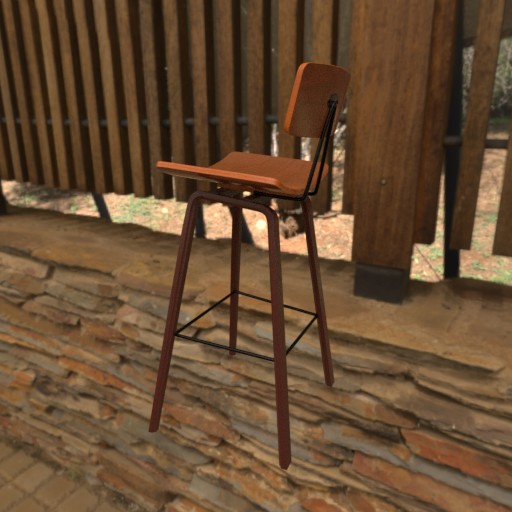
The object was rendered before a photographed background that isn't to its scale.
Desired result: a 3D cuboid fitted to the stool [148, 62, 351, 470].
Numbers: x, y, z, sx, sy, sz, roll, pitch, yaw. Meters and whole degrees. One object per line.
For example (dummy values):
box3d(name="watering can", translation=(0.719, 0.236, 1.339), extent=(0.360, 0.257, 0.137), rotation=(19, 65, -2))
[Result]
box3d(name="stool", translation=(0.000, 0.000, 1.257), extent=(0.440, 0.969, 0.509), rotation=(8, 19, 24))
